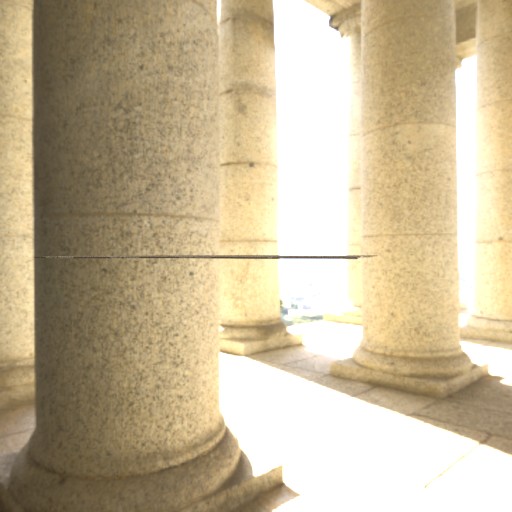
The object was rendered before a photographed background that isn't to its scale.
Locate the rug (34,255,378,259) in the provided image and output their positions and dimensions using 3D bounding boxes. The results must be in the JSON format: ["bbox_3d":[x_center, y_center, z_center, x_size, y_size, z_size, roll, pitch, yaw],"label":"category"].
[{"bbox_3d":[0.000,0.000,2.244,1.142,0.010,1.748,0,0,17],"label":"rug"}]
